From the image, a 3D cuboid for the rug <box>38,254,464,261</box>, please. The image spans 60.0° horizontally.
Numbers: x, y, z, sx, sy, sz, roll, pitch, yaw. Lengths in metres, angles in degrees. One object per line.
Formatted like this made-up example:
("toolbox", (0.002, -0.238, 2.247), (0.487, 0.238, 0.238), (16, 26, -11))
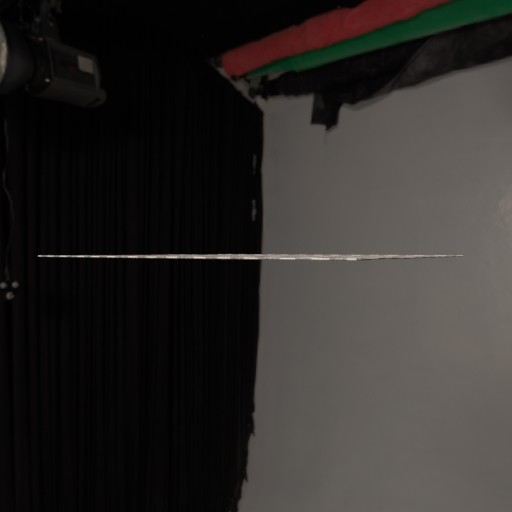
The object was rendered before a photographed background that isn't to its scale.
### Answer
("rug", (0.000, 0.000, 4.019), (3.021, 0.013, 2.432), (0, 1, 36))
